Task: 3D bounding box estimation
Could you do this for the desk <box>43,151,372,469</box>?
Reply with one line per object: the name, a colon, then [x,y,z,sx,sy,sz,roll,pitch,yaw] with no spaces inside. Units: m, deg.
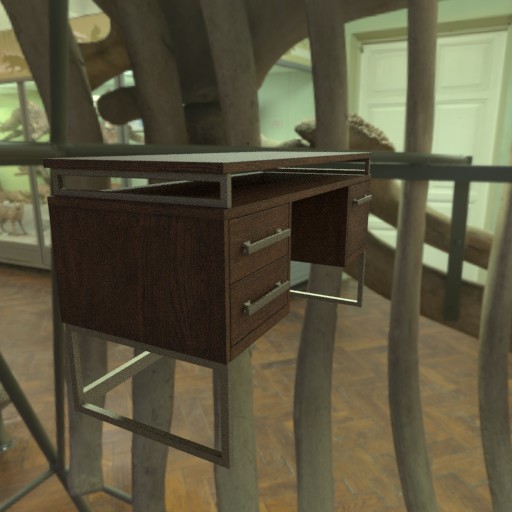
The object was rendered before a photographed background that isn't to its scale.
desk: [0.000,0.000,1.779,0.610,0.792,1.384,7,16,27]
